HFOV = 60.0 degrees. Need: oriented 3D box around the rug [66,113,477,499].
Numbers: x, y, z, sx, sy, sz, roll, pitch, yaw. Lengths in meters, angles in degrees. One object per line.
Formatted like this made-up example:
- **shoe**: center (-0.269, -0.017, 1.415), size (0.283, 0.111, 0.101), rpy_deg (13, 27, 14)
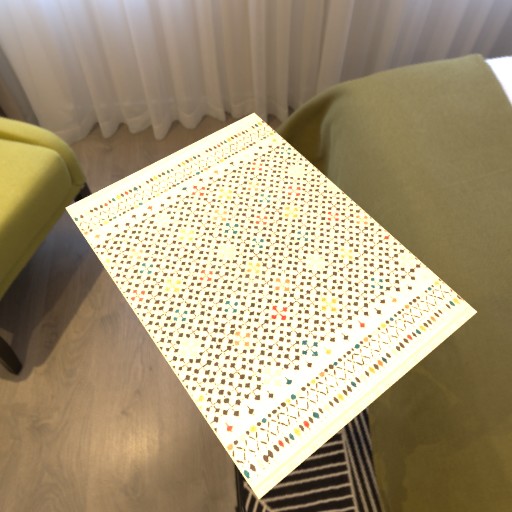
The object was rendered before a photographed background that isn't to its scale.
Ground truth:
- **rug**: center (0.000, 0.000, 2.005), size (1.146, 0.006, 1.556), rpy_deg (-32, 63, -19)
